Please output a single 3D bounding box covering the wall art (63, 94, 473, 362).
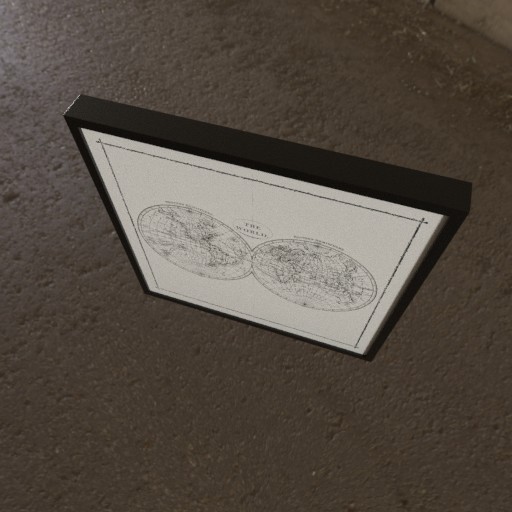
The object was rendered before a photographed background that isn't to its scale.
[{"bbox_3d":[0.000,0.000,0.481,0.327,0.318,0.029,15,59,10],"label":"wall art"}]
